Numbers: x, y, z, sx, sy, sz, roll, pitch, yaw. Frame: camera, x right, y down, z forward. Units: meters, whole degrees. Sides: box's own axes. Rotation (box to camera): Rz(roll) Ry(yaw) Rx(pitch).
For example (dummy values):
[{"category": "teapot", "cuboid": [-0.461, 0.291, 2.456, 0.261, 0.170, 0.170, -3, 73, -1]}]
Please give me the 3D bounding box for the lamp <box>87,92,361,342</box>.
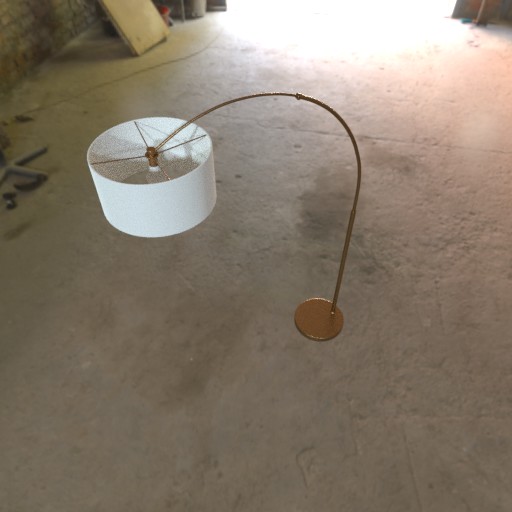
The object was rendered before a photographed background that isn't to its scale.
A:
[{"category": "lamp", "cuboid": [0.000, 0.000, 2.524, 1.434, 1.927, 0.493, -20, 49, -18]}]
